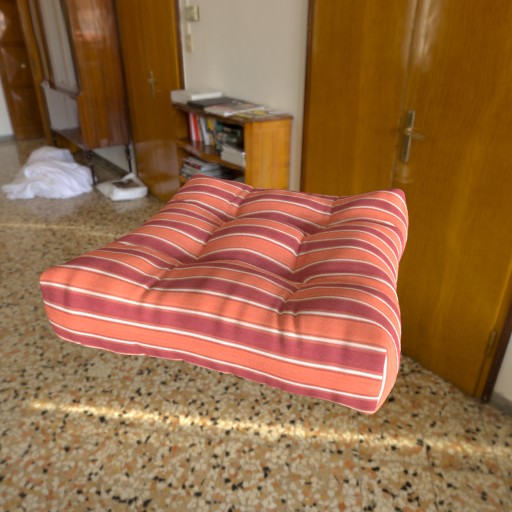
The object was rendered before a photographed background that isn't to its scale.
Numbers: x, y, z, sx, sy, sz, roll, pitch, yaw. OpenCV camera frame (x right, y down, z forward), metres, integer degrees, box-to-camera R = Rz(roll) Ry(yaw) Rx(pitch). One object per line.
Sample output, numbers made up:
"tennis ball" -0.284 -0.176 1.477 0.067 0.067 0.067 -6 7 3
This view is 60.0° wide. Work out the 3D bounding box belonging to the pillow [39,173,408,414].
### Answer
"pillow" 0.000 0.000 0.726 0.468 0.133 0.490 8 28 16
